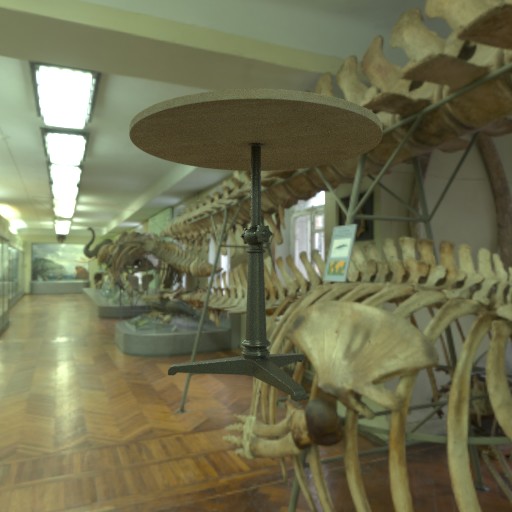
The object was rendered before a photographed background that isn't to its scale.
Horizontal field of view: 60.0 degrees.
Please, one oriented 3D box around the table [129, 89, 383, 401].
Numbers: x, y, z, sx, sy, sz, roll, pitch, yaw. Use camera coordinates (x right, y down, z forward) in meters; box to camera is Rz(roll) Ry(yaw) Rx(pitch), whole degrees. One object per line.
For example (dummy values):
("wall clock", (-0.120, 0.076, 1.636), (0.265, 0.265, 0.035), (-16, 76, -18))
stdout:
("table", (0.000, 0.000, 1.447), (0.800, 0.780, 0.800), (0, -1, 0))
